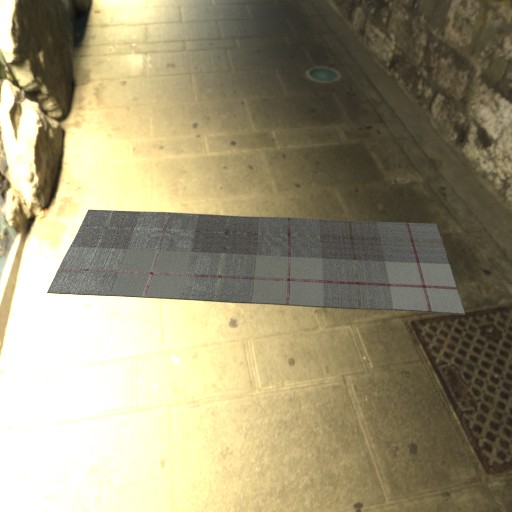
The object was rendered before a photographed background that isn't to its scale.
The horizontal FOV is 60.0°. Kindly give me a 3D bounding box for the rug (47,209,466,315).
[{"bbox_3d":[0.000,0.000,2.832,2.439,0.013,0.762,3,46,3],"label":"rug"}]
